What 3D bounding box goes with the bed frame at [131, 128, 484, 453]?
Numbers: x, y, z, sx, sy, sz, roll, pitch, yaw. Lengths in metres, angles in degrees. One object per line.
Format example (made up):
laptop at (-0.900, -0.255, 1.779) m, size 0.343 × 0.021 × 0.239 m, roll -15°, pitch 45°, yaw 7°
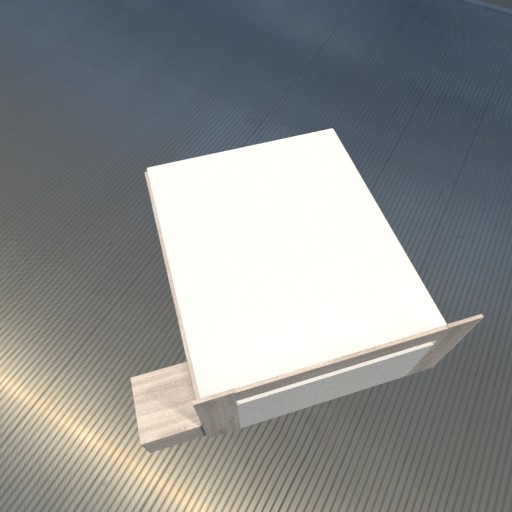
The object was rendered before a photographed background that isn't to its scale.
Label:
bed frame at (0.000, 0.000, 3.209) m, size 2.040 × 0.860 × 2.050 m, roll -14°, pitch 58°, yaw -9°
